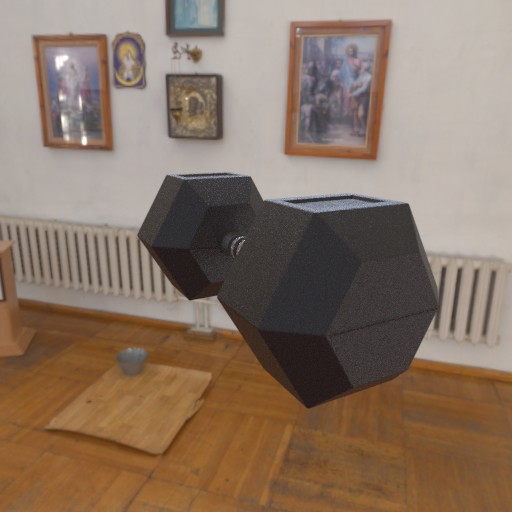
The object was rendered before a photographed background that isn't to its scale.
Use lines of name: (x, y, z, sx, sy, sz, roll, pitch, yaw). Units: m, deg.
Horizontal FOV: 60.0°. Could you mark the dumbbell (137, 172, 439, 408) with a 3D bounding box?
dumbbell: (0.000, 0.000, 0.333, 0.122, 0.106, 0.271, -8, 17, -27)
